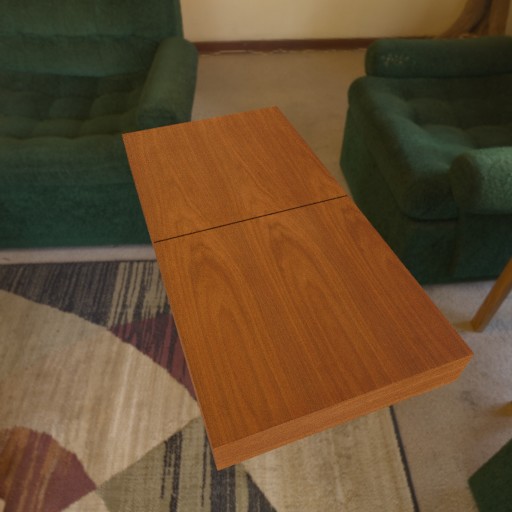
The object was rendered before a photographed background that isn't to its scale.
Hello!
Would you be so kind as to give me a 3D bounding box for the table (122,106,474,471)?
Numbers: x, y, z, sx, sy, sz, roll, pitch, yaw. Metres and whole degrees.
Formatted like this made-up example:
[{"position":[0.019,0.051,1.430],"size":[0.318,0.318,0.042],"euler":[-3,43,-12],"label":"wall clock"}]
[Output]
[{"position":[0.000,0.000,1.429],"size":[0.610,0.330,1.194],"euler":[-15,48,-14],"label":"table"}]
